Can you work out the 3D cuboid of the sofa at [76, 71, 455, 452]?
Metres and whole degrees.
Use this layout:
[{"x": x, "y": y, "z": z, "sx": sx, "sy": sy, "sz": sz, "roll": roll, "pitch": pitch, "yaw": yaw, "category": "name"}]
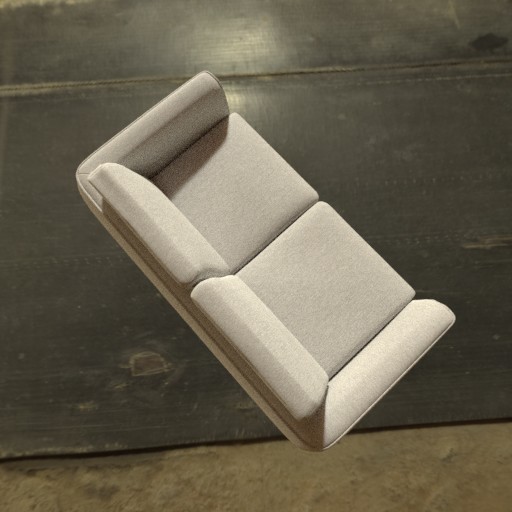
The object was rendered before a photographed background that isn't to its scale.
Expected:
[{"x": 0.000, "y": 0.000, "z": 2.178, "sx": 0.920, "sy": 0.850, "sz": 1.700, "roll": -41, "pitch": 80, "yaw": -9, "category": "sofa"}]
